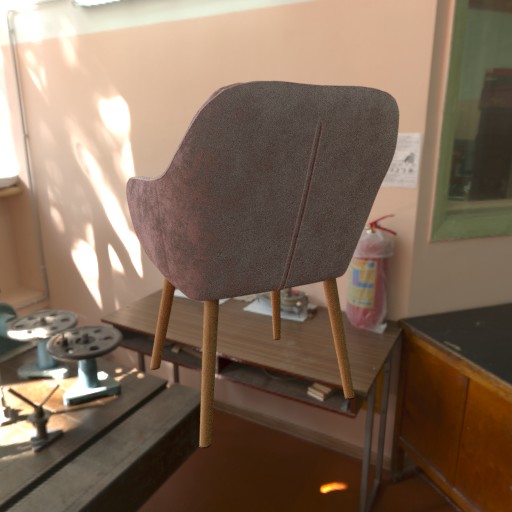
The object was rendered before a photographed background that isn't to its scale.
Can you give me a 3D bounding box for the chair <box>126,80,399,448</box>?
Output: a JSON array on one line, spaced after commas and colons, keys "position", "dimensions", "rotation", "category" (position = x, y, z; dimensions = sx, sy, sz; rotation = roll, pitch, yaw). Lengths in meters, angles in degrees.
[{"position": [0.000, 0.000, 1.212], "dimensions": [0.610, 0.832, 0.570], "rotation": [-8, 17, -27], "category": "chair"}]
